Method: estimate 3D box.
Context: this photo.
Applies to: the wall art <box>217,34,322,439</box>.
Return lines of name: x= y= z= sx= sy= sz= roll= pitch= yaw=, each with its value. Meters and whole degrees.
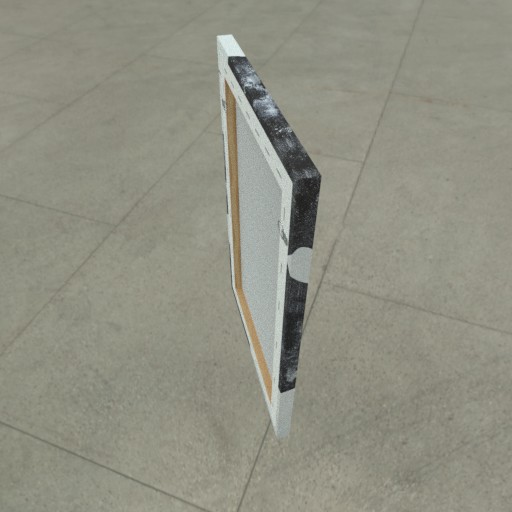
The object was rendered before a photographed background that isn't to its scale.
wall art: x=0.000 y=0.000 z=1.182 sx=0.041 sy=0.915 sz=0.610 roll=-11 pitch=46 yaw=-10
